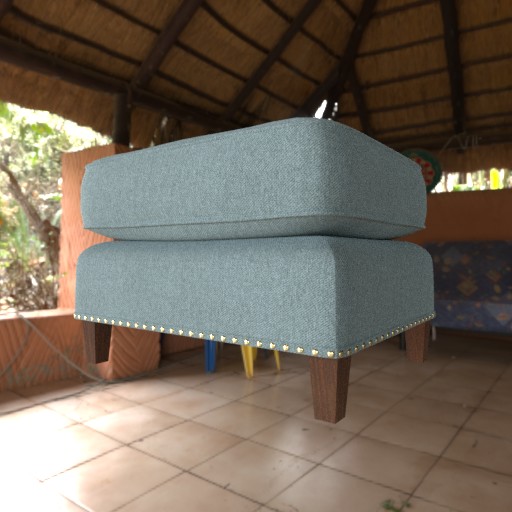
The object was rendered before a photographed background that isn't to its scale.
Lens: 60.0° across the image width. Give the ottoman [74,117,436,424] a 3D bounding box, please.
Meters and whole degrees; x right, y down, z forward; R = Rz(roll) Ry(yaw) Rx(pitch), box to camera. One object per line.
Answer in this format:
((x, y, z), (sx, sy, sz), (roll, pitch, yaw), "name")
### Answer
((0.000, 0.000, 1.123), (0.738, 0.537, 0.589), (0, 1, 36), "ottoman")
